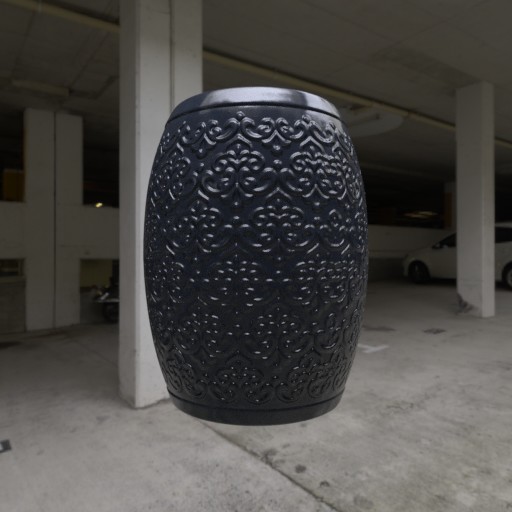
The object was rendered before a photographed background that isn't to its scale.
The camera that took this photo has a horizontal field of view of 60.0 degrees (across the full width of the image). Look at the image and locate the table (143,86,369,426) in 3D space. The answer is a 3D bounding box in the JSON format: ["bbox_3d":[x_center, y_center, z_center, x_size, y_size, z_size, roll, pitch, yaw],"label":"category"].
[{"bbox_3d":[0.000,0.000,0.627,0.309,0.397,0.309,0,0,0],"label":"table"}]
